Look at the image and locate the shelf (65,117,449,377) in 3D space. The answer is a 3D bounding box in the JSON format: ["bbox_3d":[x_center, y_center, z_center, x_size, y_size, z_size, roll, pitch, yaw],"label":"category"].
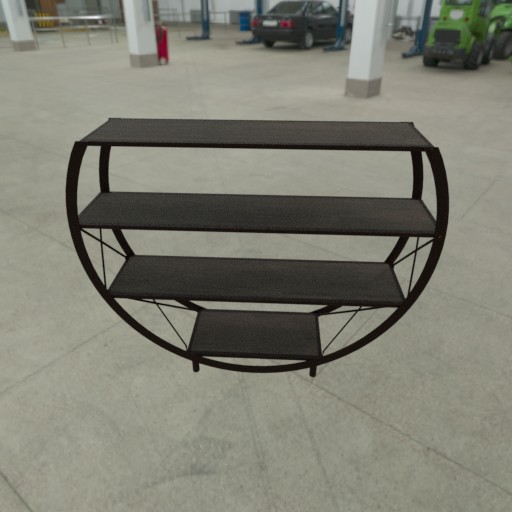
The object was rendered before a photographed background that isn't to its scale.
[{"bbox_3d":[0.000,0.000,1.893,1.403,1.063,0.344,2,30,3],"label":"shelf"}]
